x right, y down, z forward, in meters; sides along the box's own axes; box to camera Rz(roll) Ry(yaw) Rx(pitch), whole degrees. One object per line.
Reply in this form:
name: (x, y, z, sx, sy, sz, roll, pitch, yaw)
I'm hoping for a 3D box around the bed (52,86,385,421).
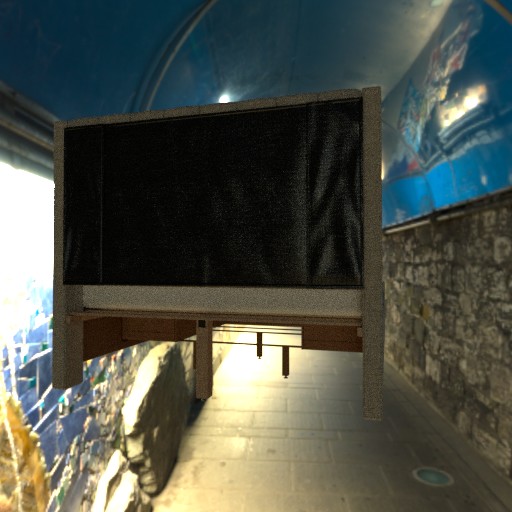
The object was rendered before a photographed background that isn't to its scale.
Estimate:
bed: (0.000, 0.000, 3.687, 2.044, 1.748, 2.372, 0, -1, 17)
